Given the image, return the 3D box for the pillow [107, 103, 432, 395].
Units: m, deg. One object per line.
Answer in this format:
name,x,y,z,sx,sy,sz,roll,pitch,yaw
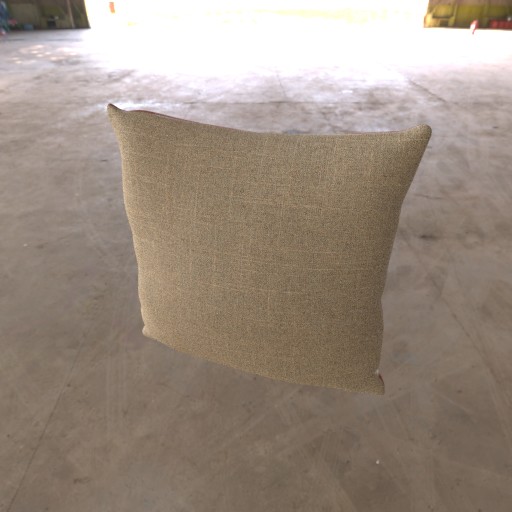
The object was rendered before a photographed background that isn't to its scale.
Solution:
pillow,0.000,0.000,0.665,0.439,0.427,0.182,10,33,16
